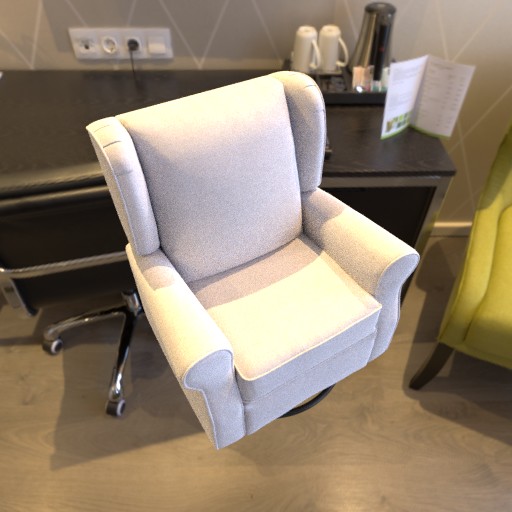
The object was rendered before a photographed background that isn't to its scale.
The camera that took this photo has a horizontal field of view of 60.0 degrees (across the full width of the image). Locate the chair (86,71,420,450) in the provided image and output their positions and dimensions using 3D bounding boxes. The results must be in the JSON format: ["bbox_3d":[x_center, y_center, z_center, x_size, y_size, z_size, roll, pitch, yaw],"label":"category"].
[{"bbox_3d":[0.000,0.000,1.640,0.906,0.967,0.854,-23,51,-21],"label":"chair"}]
